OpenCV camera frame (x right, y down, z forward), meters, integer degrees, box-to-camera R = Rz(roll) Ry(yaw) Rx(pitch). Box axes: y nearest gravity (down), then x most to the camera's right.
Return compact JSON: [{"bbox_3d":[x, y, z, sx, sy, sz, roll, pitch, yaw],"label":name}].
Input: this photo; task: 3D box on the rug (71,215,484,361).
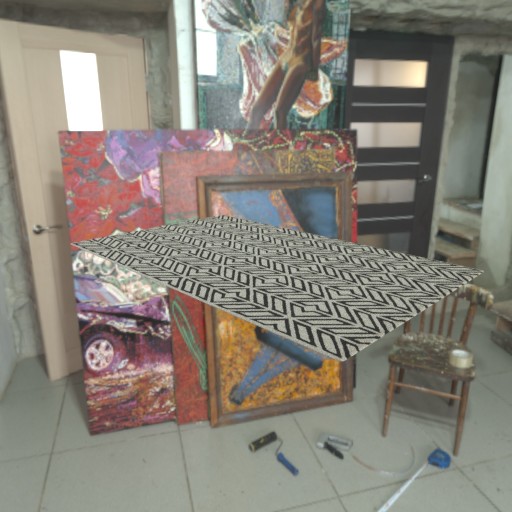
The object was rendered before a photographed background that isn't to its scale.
[{"bbox_3d":[0.000,0.000,3.022,2.438,0.008,1.523,16,23,43],"label":"rug"}]
